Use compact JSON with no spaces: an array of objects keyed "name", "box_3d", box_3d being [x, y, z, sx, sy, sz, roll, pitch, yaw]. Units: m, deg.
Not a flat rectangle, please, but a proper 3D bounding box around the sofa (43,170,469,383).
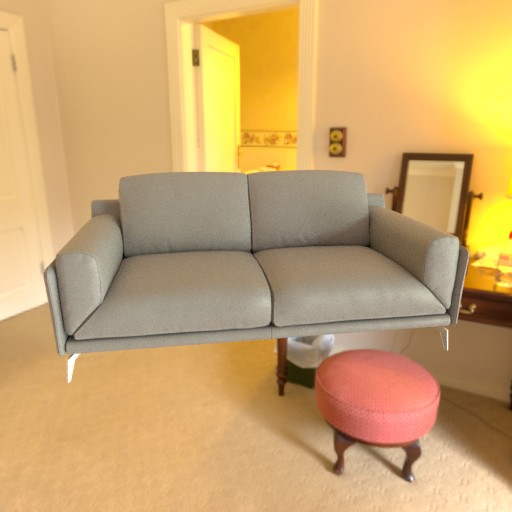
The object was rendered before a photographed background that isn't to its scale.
[{"name":"sofa","box_3d":[0.000,0.000,2.643,2.101,0.930,1.049,-3,16,-9]}]
